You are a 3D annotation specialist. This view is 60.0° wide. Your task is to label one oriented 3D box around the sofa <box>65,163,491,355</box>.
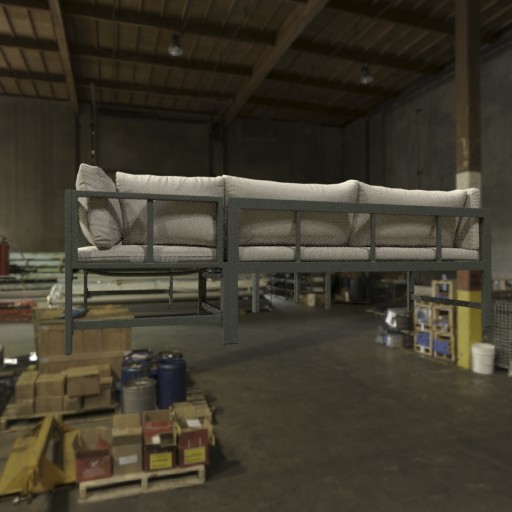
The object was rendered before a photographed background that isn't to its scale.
[{"bbox_3d":[0.000,0.000,2.803,2.096,0.758,1.658,0,0,-19],"label":"sofa"}]
